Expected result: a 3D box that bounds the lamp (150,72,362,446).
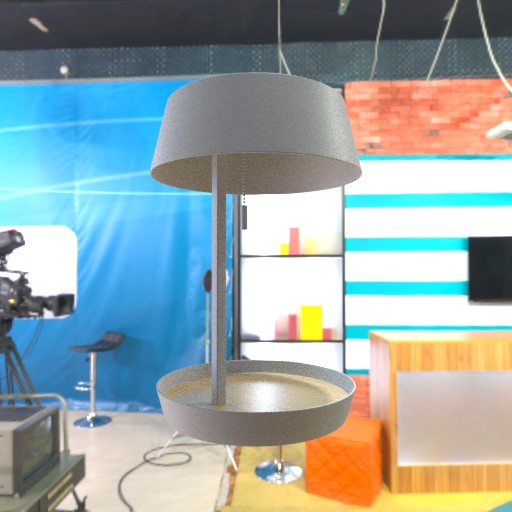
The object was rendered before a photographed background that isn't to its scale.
[{"bbox_3d":[0.000,0.000,0.620,0.291,0.429,0.291,0,-1,0],"label":"lamp"}]
